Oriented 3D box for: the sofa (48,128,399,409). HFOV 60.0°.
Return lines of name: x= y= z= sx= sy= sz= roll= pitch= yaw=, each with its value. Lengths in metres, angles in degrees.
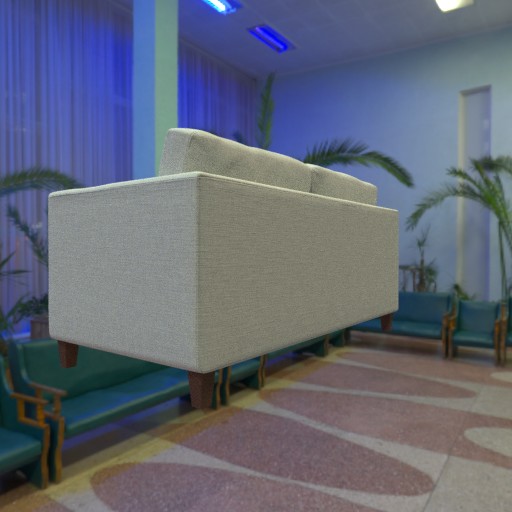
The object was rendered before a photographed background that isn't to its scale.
sofa: x=0.000 y=0.000 z=2.384 sx=0.950 sy=0.963 sz=1.838 roll=1 pitch=1 yaw=37
